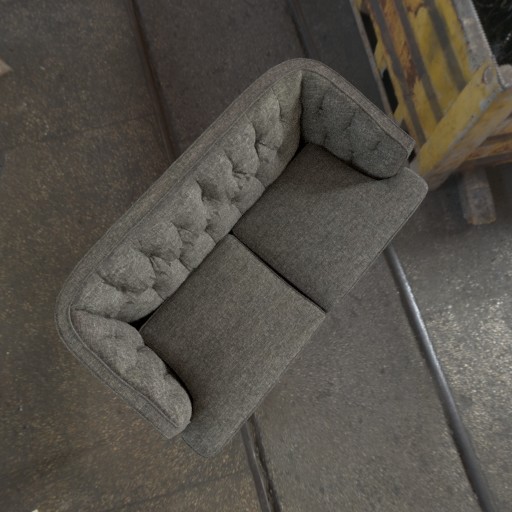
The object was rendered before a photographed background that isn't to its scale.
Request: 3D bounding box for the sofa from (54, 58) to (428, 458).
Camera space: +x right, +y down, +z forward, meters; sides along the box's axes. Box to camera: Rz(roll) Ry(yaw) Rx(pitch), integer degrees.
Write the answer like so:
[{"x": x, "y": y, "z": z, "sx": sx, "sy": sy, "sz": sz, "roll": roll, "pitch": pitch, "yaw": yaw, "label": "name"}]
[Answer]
[{"x": 0.000, "y": 0.000, "z": 2.211, "sx": 0.941, "sy": 0.855, "sz": 1.733, "roll": 39, "pitch": 79, "yaw": 9, "label": "sofa"}]
